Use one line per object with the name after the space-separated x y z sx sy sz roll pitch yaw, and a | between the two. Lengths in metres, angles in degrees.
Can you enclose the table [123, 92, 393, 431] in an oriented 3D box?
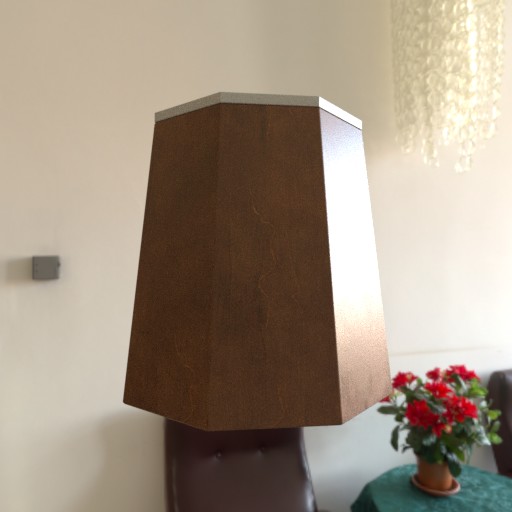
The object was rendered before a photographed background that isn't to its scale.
0.000 0.000 0.797 0.439 0.457 0.439 0 -1 36 | table
